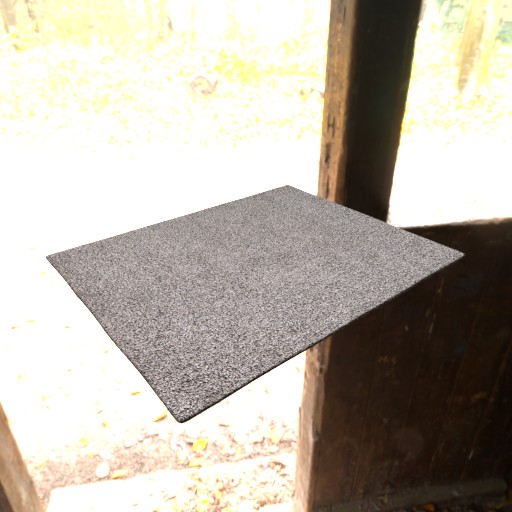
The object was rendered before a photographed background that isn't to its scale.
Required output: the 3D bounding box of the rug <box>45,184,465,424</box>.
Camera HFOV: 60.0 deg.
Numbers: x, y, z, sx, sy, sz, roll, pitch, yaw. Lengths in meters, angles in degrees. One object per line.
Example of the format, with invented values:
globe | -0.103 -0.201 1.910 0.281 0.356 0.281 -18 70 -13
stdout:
rug | 0.000 0.000 4.097 3.047 0.029 2.438 -22 36 -33
